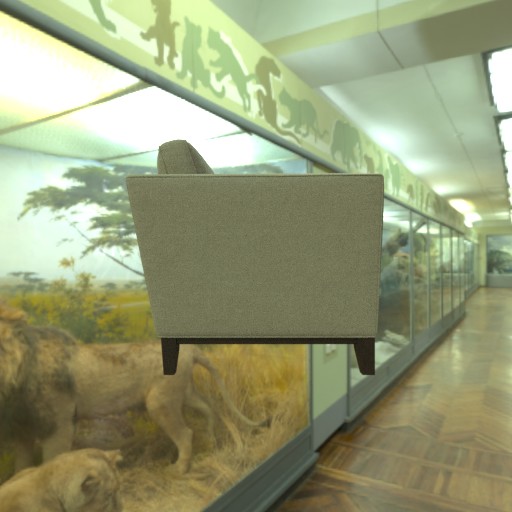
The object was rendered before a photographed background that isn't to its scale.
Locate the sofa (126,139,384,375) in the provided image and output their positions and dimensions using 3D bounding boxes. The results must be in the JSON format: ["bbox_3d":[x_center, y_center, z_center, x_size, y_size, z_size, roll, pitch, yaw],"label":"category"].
[{"bbox_3d":[0.000,0.000,2.819,0.965,0.940,2.388,0,0,0],"label":"sofa"}]
